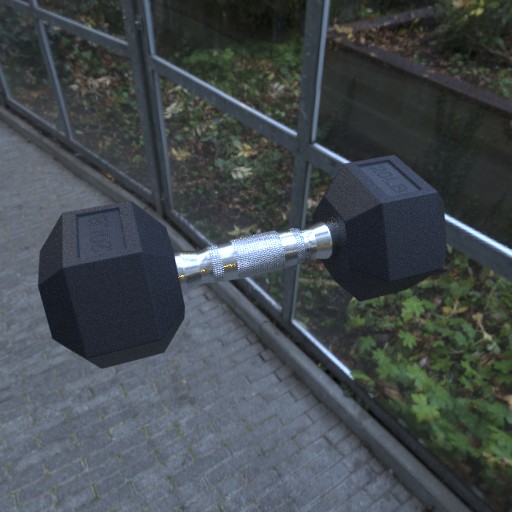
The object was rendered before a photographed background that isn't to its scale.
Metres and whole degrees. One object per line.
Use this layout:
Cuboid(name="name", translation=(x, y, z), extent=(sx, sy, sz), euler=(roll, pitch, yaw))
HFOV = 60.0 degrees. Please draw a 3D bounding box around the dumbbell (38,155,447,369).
Cuboid(name="dumbbell", translation=(0.000, 0.000, 0.314), extent=(0.272, 0.092, 0.106), euler=(-12, 42, -14))
